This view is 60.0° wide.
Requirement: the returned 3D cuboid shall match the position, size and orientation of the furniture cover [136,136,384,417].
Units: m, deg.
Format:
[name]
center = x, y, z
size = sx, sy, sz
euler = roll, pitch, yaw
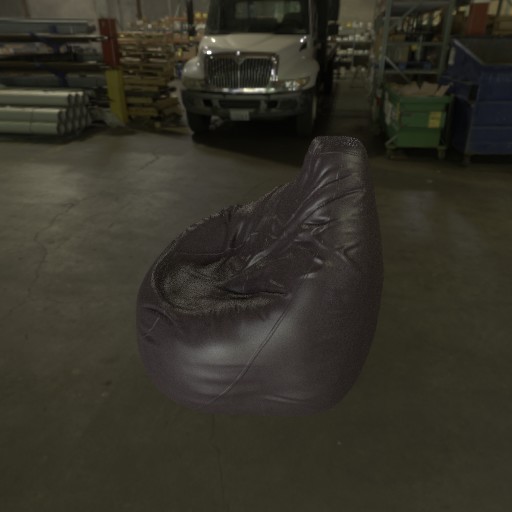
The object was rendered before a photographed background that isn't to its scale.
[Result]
[furniture cover]
center = 0.000, 0.000, 1.895
size = 1.070, 0.990, 1.070
euler = 0, 27, -1
